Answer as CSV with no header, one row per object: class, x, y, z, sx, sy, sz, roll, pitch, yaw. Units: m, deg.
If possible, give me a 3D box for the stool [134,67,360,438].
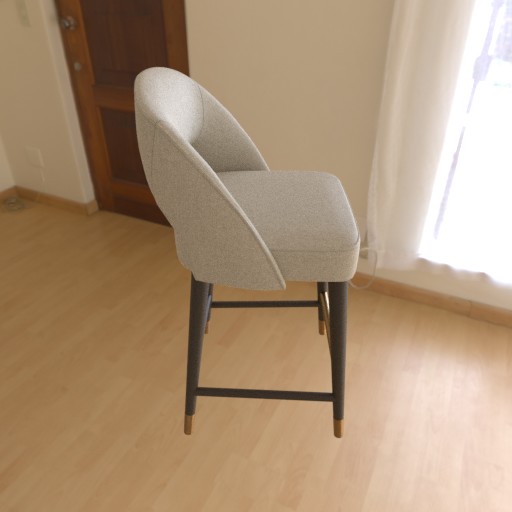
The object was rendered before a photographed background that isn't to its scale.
stool,0.000,0.000,1.206,0.509,0.940,0.494,1,32,1
